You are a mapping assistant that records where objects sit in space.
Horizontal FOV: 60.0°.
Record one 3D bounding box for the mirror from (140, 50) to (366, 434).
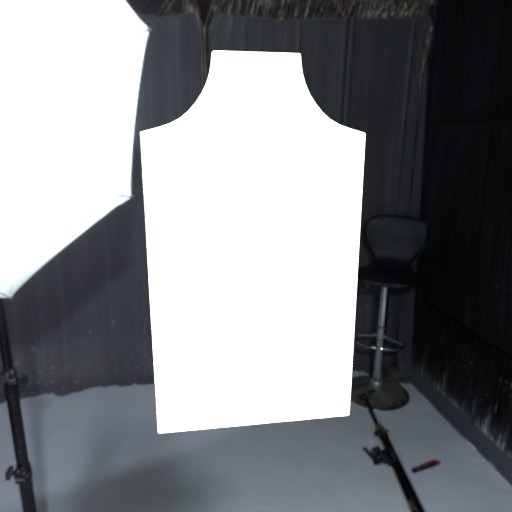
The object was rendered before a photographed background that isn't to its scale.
[{"bbox_3d":[0.000,0.000,0.847,0.403,0.717,0.022,-2,14,-9],"label":"mirror"}]
